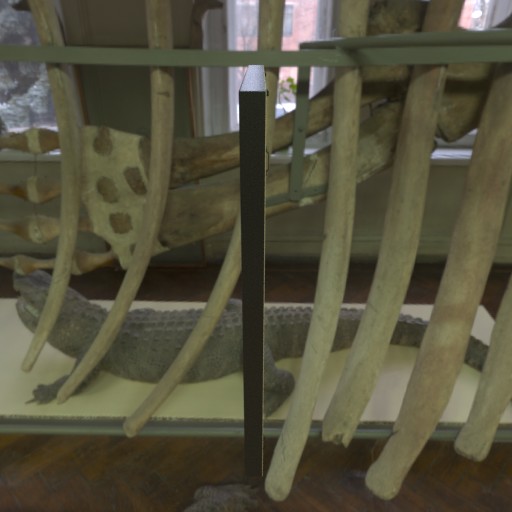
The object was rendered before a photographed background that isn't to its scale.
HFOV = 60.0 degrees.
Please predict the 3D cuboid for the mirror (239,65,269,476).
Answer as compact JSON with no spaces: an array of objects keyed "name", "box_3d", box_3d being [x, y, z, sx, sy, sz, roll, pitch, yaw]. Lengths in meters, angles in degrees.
[{"name":"mirror","box_3d":[0.000,0.000,0.934,0.039,0.710,0.507,0,27,0]}]
